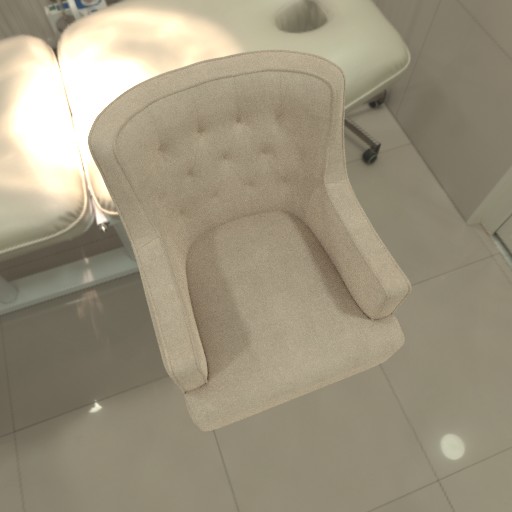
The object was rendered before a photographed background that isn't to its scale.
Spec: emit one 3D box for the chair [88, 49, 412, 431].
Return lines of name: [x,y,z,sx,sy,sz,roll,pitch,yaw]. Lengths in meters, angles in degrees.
chair: [0.000,0.000,1.528,0.781,0.920,0.910,-19,65,-9]
